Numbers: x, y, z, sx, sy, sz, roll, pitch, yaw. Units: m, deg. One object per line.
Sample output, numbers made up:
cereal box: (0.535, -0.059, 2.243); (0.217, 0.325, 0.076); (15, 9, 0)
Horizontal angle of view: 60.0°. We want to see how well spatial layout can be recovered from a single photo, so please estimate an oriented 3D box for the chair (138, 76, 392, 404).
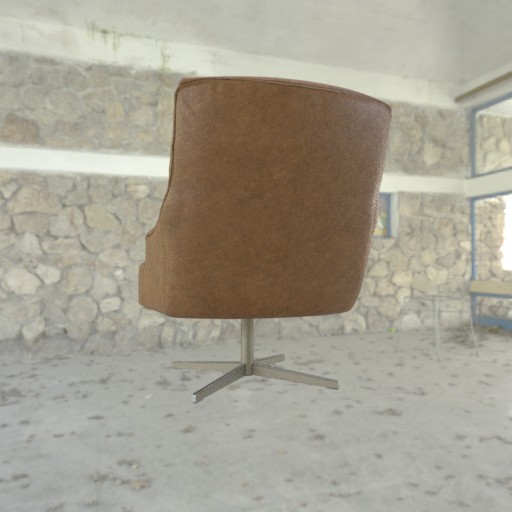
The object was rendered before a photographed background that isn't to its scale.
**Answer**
chair: (0.000, 0.000, 1.505); (0.729, 0.869, 0.874); (0, -2, -18)
